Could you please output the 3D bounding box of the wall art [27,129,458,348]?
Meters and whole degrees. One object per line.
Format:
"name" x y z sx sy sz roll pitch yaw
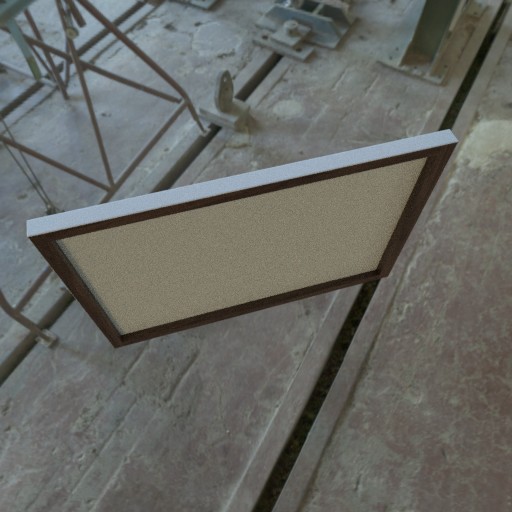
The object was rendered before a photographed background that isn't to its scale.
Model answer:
"wall art" 0.000 0.000 1.464 1.138 0.761 0.051 -14 59 -8
